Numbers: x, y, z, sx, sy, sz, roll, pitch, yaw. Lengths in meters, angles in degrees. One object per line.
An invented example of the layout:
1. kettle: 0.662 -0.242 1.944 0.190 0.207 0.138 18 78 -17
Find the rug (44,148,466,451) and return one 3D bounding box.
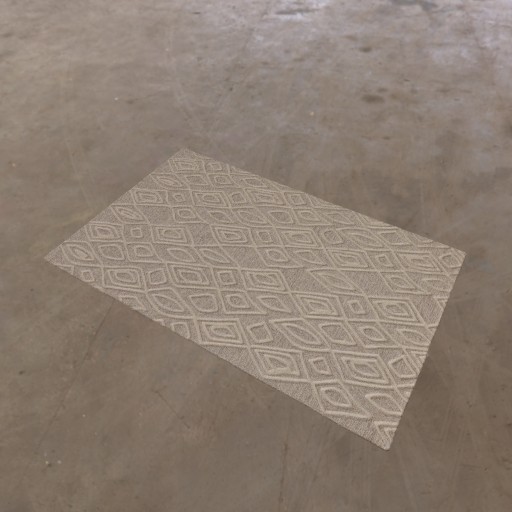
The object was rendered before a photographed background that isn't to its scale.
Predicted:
1. rug: 0.000 0.000 3.012 2.442 0.010 1.546 24 52 21
